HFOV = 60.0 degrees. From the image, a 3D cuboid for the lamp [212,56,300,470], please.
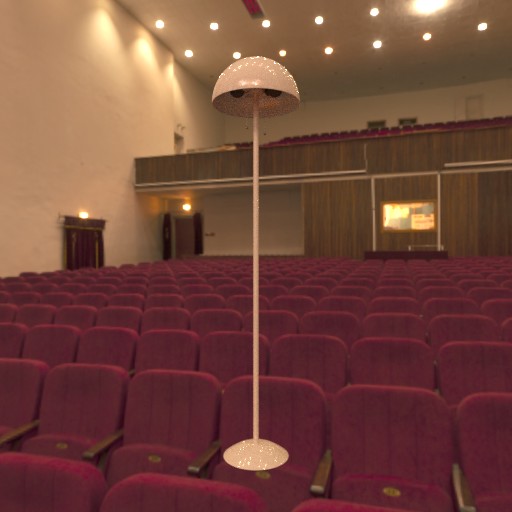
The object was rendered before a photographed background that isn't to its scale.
[{"bbox_3d":[0.000,0.000,1.654,0.328,1.480,0.328,0,0,18],"label":"lamp"}]
